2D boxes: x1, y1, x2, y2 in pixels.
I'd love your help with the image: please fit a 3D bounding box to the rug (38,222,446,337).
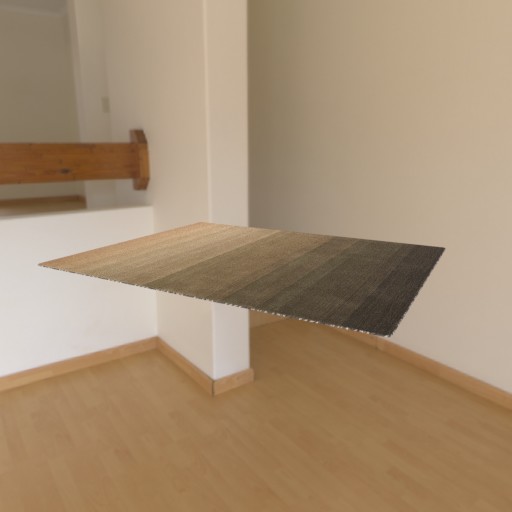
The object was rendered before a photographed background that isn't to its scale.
[{"bbox_3d":[0.000,0.000,3.971,2.902,0.017,2.306,8,16,28],"label":"rug"}]
